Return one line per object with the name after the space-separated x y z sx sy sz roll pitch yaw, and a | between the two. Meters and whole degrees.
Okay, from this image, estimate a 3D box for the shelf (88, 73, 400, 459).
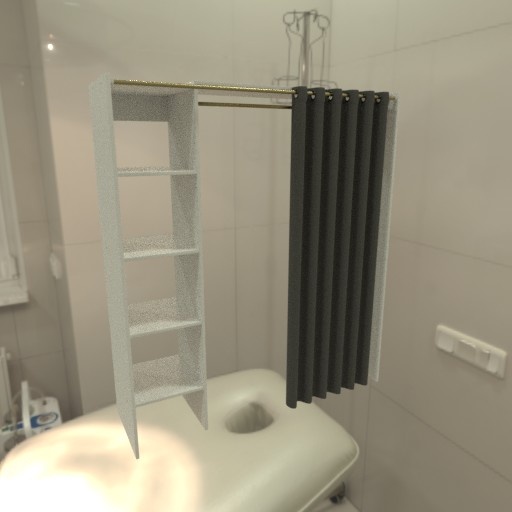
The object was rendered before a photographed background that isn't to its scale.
0.000 0.000 2.550 1.600 1.810 0.500 -8 16 -27 | shelf
